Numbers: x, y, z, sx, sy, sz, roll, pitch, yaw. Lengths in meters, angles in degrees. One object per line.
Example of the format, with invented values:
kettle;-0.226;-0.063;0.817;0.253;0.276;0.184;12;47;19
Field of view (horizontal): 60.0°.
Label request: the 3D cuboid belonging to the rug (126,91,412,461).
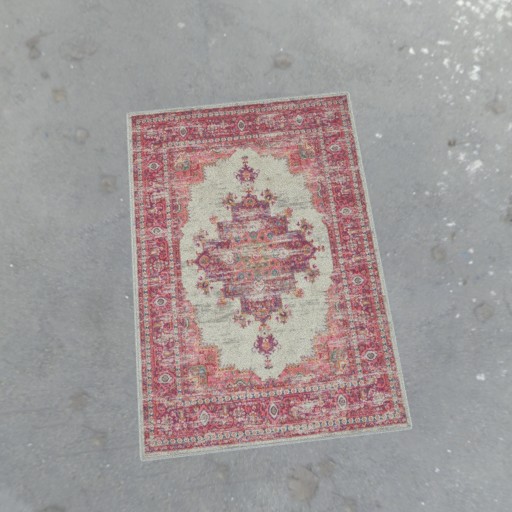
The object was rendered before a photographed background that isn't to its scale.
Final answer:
rug;0.000;0.000;2.189;1.217;0.011;1.747;-6;75;-2
